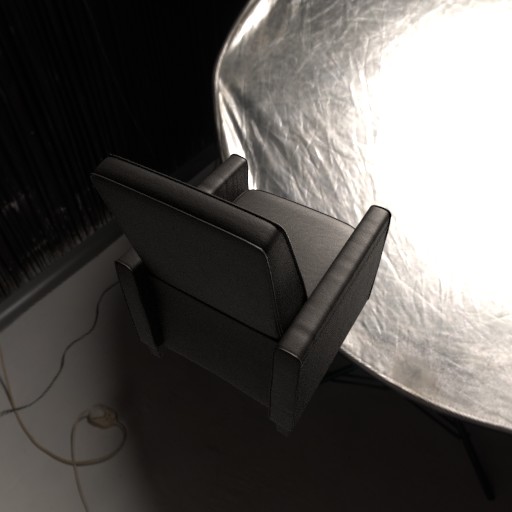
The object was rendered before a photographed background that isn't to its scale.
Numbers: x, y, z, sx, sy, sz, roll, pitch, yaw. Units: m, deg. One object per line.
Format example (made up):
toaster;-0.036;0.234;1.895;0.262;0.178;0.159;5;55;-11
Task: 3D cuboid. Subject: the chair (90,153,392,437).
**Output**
chair;0.000;0.000;1.549;0.705;1.013;0.746;25;51;22
